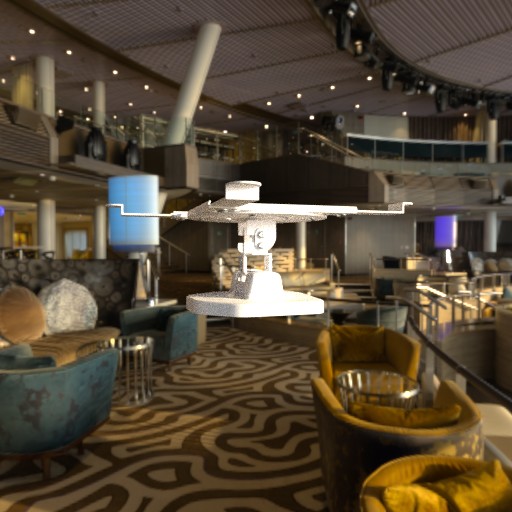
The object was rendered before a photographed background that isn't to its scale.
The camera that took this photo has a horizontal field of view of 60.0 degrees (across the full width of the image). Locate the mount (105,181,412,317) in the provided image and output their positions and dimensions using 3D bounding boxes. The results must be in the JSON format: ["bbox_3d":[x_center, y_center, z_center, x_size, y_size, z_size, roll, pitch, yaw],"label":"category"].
[{"bbox_3d":[0.000,0.000,0.608,0.394,0.141,0.394,0,1,-18],"label":"mount"}]
